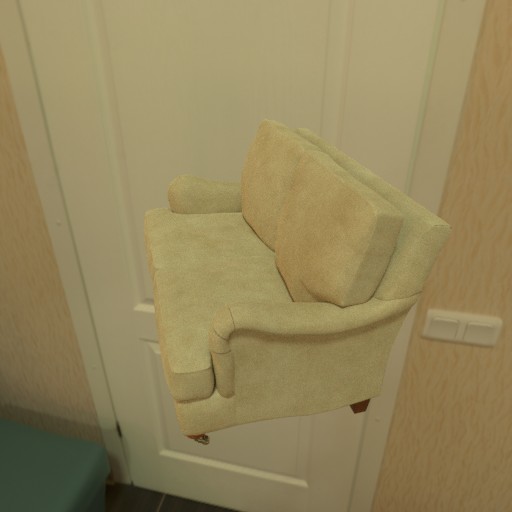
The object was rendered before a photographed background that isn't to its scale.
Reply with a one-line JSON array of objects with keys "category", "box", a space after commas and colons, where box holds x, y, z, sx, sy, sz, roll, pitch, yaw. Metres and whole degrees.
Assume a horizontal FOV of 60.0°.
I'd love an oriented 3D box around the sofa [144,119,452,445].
[{"category": "sofa", "box": [0.000, 0.000, 2.290, 1.086, 1.087, 1.498, -8, 31, -14]}]
